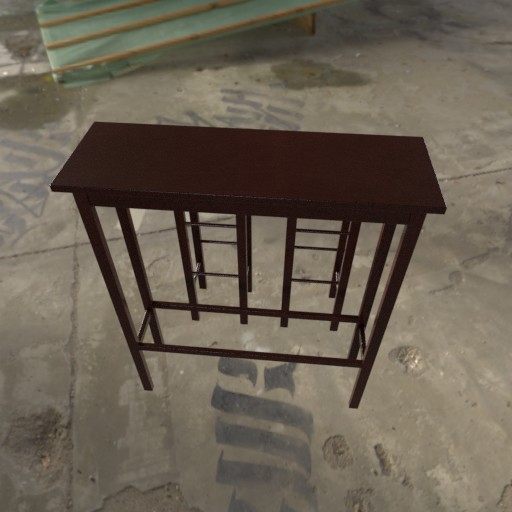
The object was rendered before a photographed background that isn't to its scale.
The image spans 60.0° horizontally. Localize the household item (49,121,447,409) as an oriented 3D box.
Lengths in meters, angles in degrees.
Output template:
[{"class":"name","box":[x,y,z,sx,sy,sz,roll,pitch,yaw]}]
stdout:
[{"class":"household item","box":[0.000,0.000,1.627,0.914,1.067,0.676,4,45,4]}]
